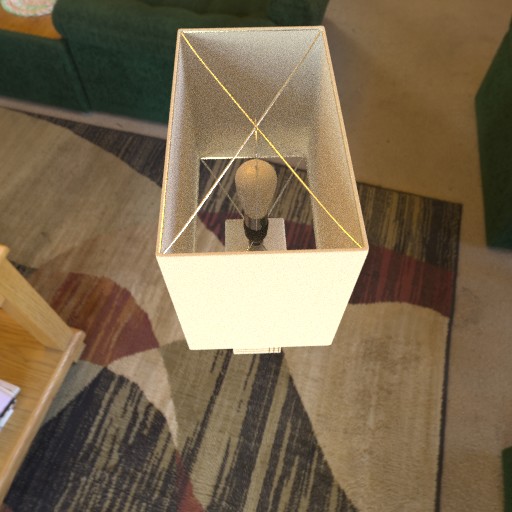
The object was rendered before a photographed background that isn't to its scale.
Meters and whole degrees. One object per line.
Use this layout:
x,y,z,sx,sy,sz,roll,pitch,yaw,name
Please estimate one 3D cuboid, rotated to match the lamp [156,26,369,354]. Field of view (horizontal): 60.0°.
0.000,0.000,0.693,0.182,0.543,0.334,-2,58,-1,lamp
